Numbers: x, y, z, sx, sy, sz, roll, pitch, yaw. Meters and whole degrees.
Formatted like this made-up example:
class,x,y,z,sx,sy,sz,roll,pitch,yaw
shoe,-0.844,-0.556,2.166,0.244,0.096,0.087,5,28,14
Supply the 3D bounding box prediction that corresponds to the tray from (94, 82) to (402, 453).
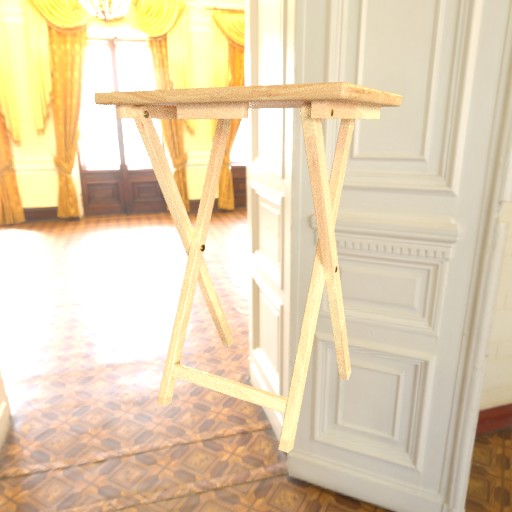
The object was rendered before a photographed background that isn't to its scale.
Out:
class,x,y,z,sx,sy,sz,roll,pitch,yaw
tray,0.000,0.000,0.959,0.483,0.660,0.381,9,19,27
